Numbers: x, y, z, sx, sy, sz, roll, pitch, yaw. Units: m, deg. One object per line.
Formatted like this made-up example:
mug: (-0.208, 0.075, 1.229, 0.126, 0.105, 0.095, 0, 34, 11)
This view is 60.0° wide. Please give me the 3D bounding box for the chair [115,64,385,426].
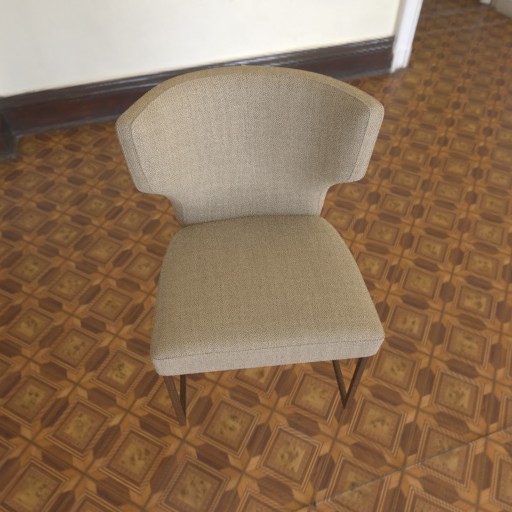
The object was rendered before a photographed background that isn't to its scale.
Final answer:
chair: (0.000, 0.000, 1.231, 0.611, 0.824, 0.617, -4, 48, -4)
